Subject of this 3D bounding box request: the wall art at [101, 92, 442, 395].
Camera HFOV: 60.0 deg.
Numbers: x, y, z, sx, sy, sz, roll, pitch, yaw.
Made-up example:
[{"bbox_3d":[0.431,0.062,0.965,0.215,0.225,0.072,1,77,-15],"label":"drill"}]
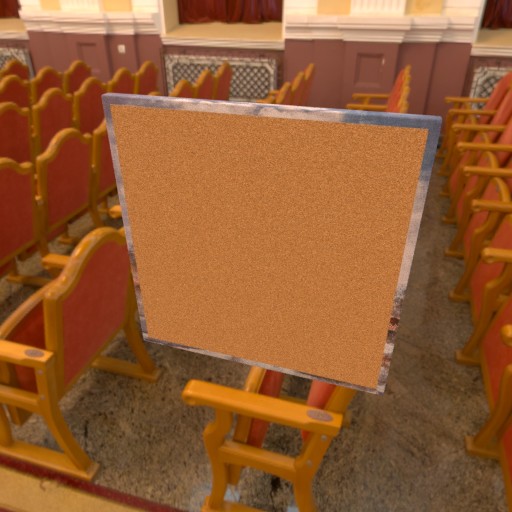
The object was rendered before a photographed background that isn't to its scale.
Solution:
[{"bbox_3d":[0.000,0.000,1.540,1.010,1.020,0.040,9,32,15],"label":"wall art"}]
